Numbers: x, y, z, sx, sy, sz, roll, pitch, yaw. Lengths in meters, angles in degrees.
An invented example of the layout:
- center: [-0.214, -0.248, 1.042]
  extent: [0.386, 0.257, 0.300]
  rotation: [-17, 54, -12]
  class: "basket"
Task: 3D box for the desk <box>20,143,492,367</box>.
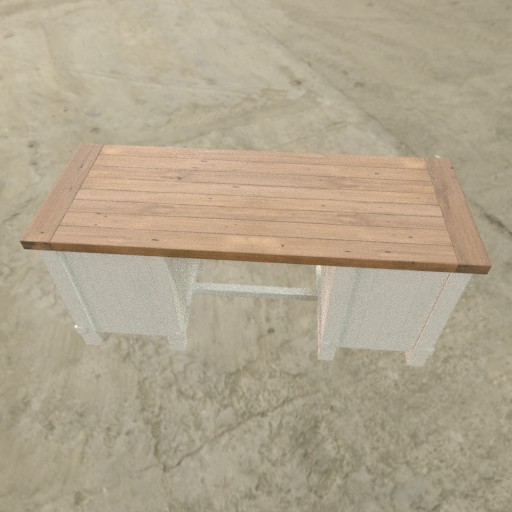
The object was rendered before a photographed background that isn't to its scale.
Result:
- center: [0.000, 0.000, 2.200]
  extent: [1.803, 0.760, 0.688]
  rotation: [3, 47, 3]
  class: "desk"
